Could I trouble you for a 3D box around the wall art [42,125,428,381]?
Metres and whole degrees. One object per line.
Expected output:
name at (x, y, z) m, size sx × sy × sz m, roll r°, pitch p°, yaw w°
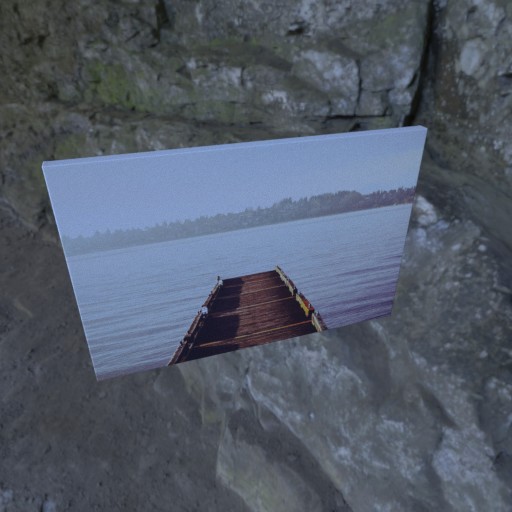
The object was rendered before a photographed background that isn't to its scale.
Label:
wall art at (0.000, 0.000, 1.483) m, size 1.149 × 0.765 × 0.040 m, roll -10°, pitch 32°, yaw -15°
